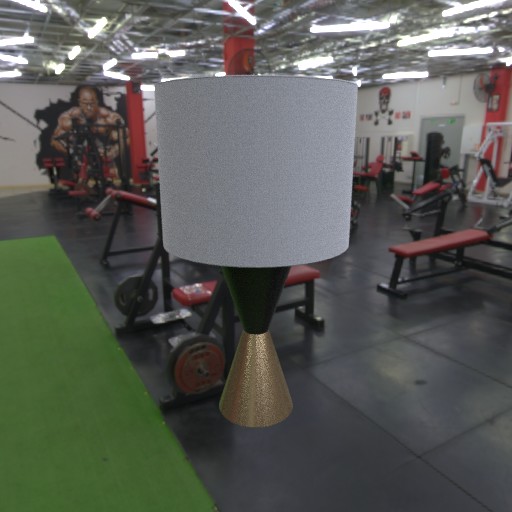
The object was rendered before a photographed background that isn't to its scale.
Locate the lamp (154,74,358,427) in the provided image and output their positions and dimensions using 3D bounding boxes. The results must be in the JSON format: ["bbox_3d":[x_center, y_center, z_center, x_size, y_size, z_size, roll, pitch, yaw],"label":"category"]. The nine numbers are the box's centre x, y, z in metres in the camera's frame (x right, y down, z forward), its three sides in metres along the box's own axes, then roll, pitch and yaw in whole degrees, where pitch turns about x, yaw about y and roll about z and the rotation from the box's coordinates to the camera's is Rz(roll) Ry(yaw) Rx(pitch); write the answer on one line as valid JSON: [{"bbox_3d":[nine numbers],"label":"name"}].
[{"bbox_3d":[0.000,0.000,0.749,0.304,0.573,0.304,-8,17,-26],"label":"lamp"}]
